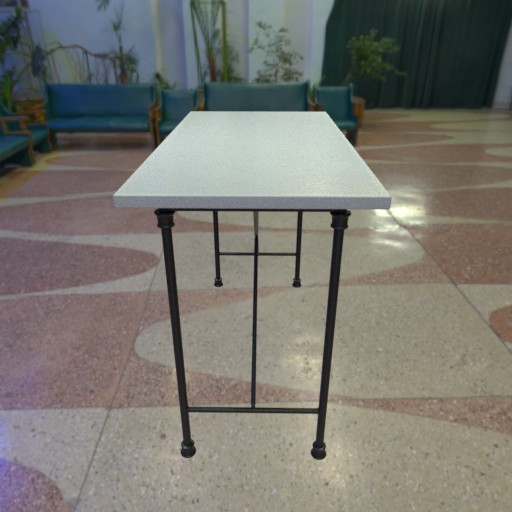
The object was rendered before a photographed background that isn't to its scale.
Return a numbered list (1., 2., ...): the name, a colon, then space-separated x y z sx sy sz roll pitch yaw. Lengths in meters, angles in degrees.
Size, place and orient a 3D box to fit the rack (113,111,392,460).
1. rack: 0.000 0.000 1.687 0.613 0.880 1.159 0 27 1
